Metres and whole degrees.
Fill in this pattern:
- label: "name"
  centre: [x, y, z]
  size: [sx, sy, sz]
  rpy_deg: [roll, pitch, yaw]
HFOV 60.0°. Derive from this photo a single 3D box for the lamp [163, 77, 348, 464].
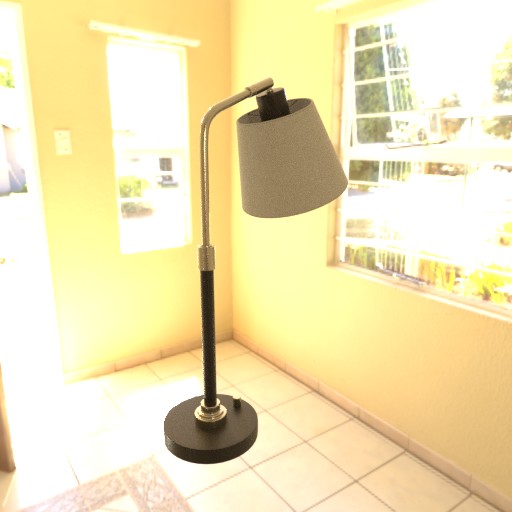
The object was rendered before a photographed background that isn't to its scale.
- label: "lamp"
  centre: [0.000, 0.000, 0.705]
  size: [0.348, 0.539, 0.181]
  rpy_deg: [-13, 19, -43]
